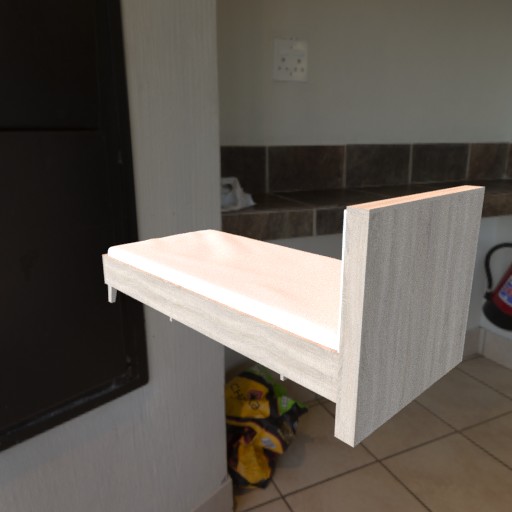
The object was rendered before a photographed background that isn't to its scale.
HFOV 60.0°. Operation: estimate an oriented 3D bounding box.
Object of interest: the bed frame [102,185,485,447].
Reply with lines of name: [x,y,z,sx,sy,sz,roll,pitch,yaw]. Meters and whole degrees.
bed frame: [0.000,0.000,2.660,0.990,0.920,2.140,-14,20,-41]
